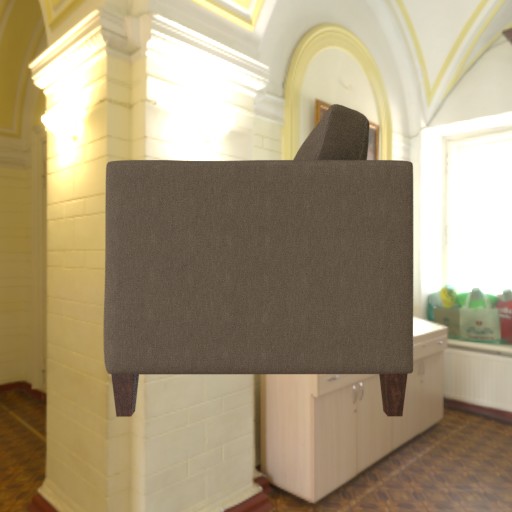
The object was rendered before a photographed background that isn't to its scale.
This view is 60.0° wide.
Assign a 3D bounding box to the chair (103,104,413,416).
[{"bbox_3d":[0.000,0.000,1.834,0.959,0.963,1.107,0,0,0],"label":"chair"}]
